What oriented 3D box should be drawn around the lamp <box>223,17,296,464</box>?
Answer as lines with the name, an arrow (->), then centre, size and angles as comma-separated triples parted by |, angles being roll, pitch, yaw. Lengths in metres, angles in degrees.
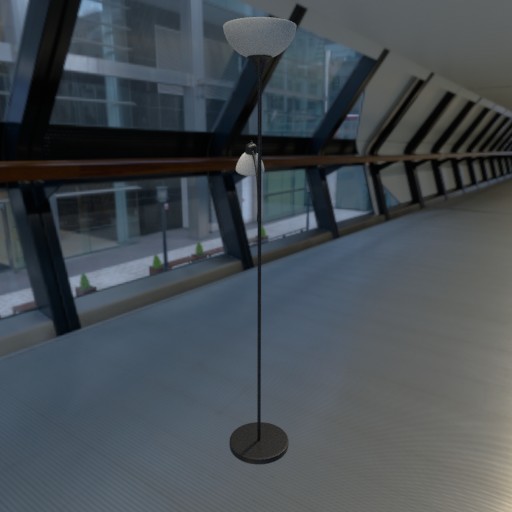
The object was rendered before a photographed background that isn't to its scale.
lamp -> 0.000, 0.000, 1.956 | 0.279, 1.804, 0.442 | -2, 15, -9
